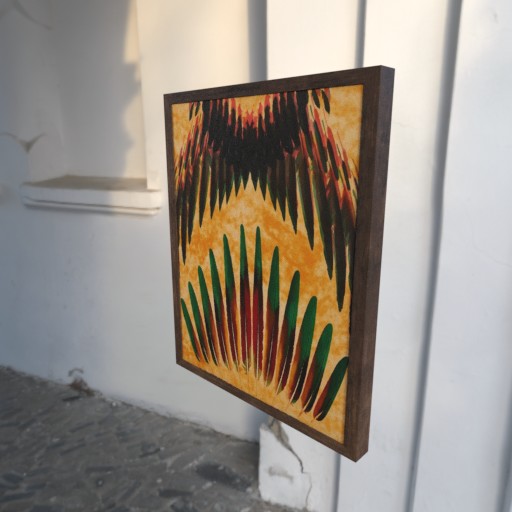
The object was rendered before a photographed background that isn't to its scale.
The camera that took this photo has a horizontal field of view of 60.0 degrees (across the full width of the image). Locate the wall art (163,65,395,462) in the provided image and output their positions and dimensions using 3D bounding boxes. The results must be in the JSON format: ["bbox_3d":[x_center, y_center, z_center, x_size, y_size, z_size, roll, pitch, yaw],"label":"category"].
[{"bbox_3d":[0.000,0.000,0.557,0.329,0.406,0.027,13,19,42],"label":"wall art"}]
